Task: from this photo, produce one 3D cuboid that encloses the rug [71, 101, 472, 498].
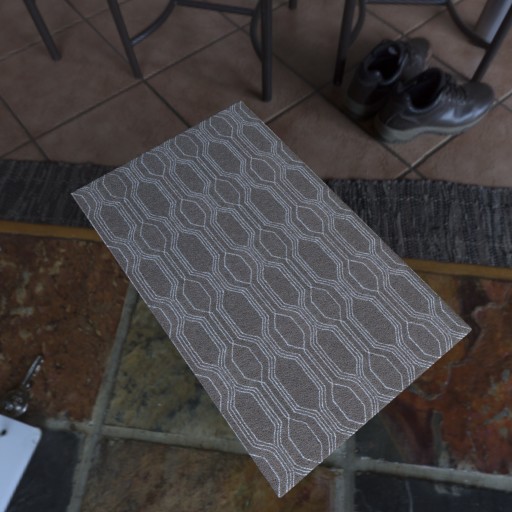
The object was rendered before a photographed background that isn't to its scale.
[{"bbox_3d":[0.000,0.000,3.008,1.541,0.012,2.457,-34,68,-16],"label":"rug"}]
